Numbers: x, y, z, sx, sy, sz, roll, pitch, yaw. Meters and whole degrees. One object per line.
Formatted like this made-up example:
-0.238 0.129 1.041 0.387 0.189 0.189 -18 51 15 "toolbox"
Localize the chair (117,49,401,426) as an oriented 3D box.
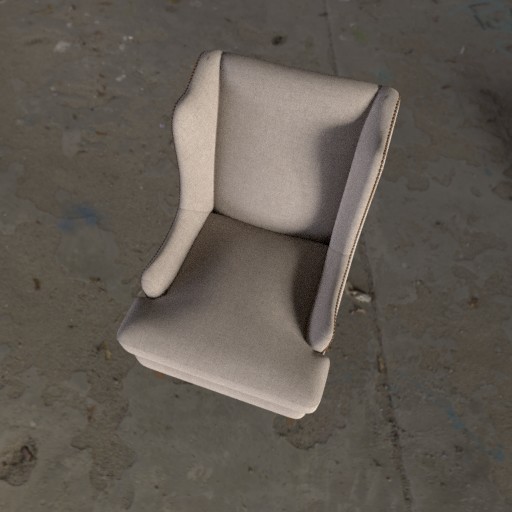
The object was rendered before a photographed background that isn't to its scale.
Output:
0.000 0.000 1.666 0.737 1.029 0.940 16 61 10 "chair"
